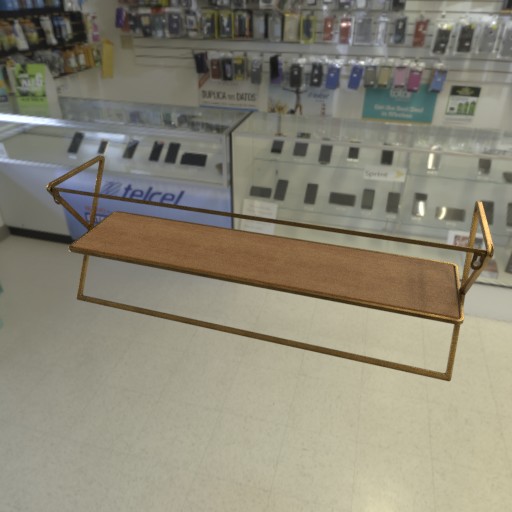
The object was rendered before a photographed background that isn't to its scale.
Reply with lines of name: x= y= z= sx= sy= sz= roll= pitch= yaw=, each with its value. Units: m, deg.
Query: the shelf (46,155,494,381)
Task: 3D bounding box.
shelf: x=0.000 y=0.000 z=0.732 sx=0.645 sy=0.229 sz=0.150 roll=10 pitch=34 yaw=15
